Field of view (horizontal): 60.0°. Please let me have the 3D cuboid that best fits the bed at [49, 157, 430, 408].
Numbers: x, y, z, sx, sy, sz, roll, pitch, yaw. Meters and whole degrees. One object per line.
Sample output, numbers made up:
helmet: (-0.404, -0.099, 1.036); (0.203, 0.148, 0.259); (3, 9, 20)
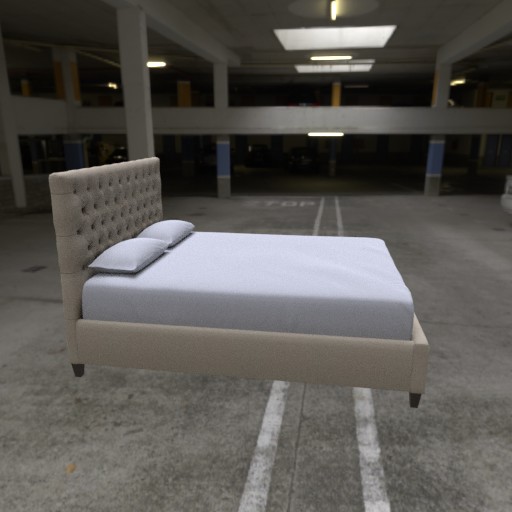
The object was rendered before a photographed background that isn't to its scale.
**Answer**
bed: (0.000, 0.000, 3.540); (2.387, 1.427, 1.698); (3, 16, 9)
